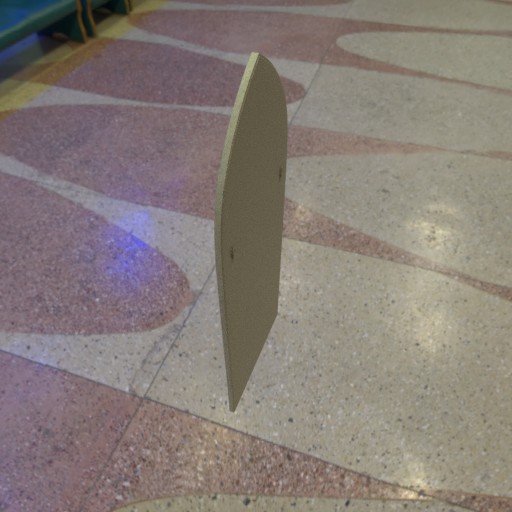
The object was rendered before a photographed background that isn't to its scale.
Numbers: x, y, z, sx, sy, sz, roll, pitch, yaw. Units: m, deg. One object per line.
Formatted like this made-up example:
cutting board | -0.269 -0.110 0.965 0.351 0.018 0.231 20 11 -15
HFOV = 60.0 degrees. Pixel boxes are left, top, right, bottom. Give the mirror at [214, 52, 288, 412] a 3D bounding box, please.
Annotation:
mirror | 0.000 0.000 1.304 0.025 1.175 0.464 16 49 14
